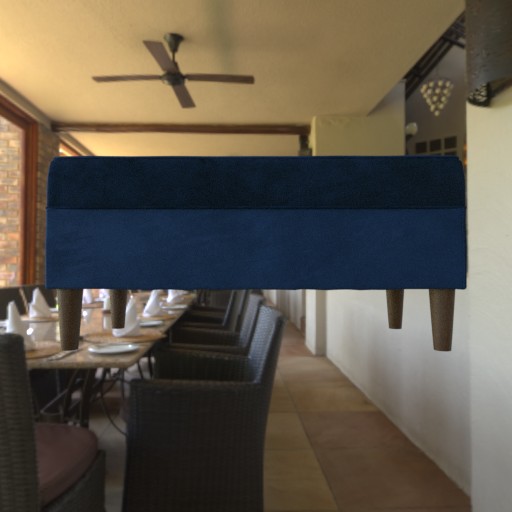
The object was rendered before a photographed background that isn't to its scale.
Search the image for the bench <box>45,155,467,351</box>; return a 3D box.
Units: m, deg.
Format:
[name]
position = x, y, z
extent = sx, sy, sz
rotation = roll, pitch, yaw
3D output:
[bench]
position = 0.000, 0.000, 1.278
extent = 1.010, 0.467, 0.489
rotation = 0, -1, 0
